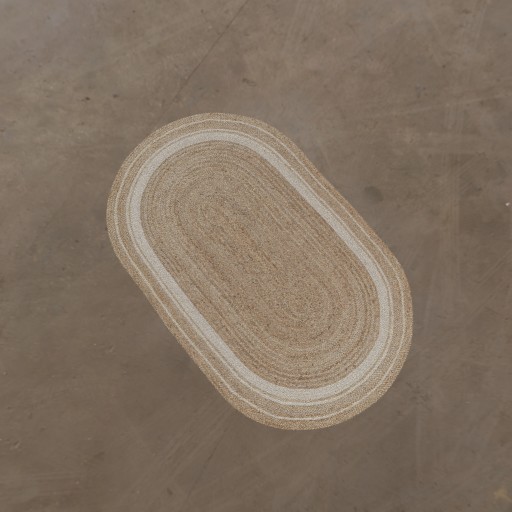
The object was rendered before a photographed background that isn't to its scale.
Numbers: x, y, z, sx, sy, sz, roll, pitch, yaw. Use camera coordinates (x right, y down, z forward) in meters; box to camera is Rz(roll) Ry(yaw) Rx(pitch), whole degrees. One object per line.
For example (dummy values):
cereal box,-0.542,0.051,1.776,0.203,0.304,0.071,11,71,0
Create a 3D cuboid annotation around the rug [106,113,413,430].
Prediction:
rug,0.000,0.000,3.043,1.520,0.006,2.432,-38,78,-9
